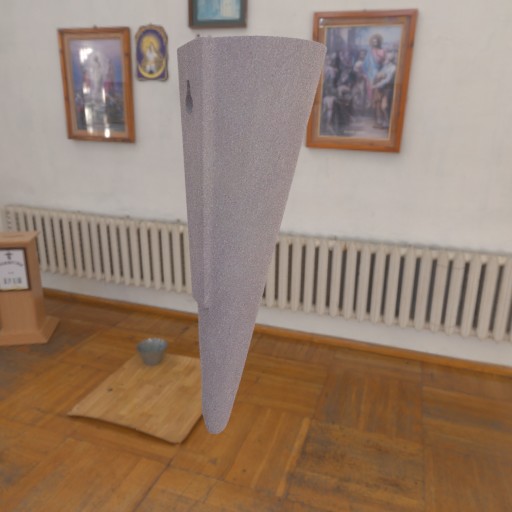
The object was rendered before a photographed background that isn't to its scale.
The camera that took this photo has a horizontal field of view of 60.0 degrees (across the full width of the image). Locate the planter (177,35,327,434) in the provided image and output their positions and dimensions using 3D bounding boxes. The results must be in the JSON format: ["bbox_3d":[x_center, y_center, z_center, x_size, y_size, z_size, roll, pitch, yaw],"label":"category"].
[{"bbox_3d":[0.000,0.000,0.301,0.087,0.259,0.078,-8,18,-25],"label":"planter"}]
